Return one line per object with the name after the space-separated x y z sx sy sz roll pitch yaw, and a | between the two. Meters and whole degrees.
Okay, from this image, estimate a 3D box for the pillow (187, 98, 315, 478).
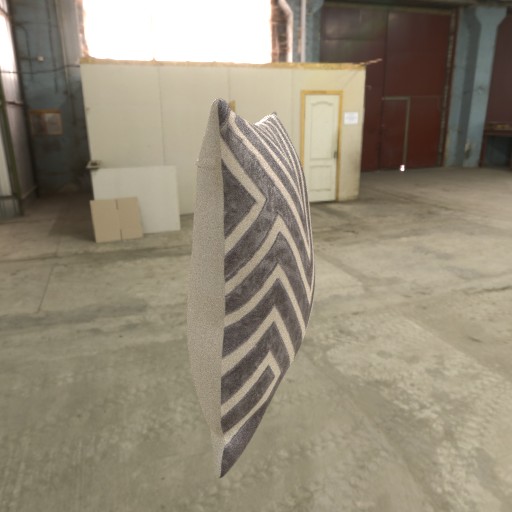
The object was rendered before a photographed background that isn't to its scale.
0.000 0.000 0.680 0.182 0.441 0.440 3 17 9 | pillow
